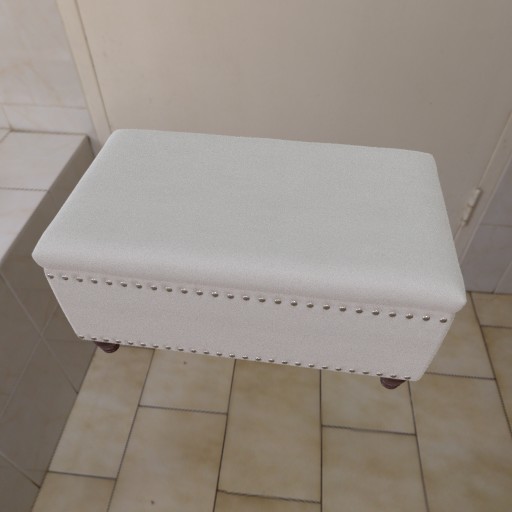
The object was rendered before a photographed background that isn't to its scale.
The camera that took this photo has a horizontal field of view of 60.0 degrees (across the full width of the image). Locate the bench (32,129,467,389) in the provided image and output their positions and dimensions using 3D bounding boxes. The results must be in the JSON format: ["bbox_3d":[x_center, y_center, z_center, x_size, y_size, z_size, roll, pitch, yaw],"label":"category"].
[{"bbox_3d":[0.000,0.000,1.192,0.887,0.449,0.500,6,47,6],"label":"bench"}]
